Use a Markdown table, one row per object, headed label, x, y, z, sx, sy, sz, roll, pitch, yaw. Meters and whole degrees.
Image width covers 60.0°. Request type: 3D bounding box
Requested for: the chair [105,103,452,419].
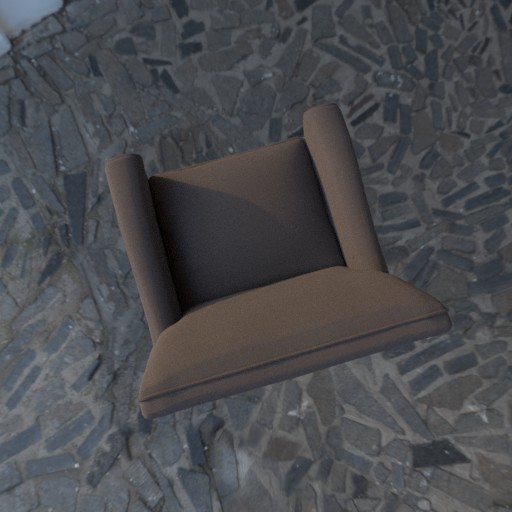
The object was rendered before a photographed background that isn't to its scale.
| label | x | y | z | sx | sy | sz | roll | pitch | yaw |
| --- | --- | --- | --- | --- | --- | --- | --- | --- | --- |
| chair | 0.000 | 0.000 | 1.565 | 0.836 | 0.911 | 0.831 | -15 | 76 | -4 |
